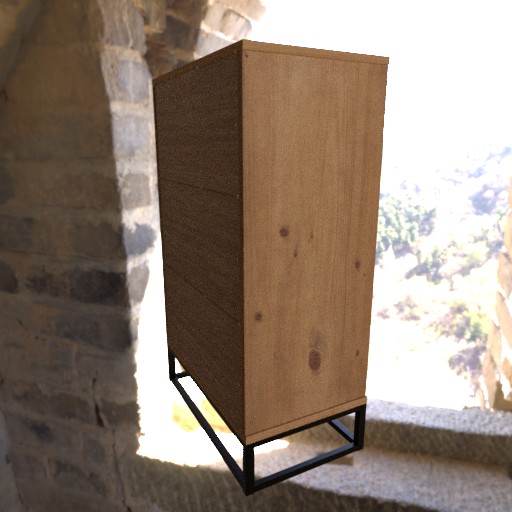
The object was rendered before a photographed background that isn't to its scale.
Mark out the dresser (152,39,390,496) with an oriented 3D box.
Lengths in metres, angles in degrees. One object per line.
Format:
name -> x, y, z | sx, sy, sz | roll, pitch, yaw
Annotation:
dresser -> 0.000, 0.000, 1.584 | 0.479, 1.240, 0.761 | -8, 16, -27
